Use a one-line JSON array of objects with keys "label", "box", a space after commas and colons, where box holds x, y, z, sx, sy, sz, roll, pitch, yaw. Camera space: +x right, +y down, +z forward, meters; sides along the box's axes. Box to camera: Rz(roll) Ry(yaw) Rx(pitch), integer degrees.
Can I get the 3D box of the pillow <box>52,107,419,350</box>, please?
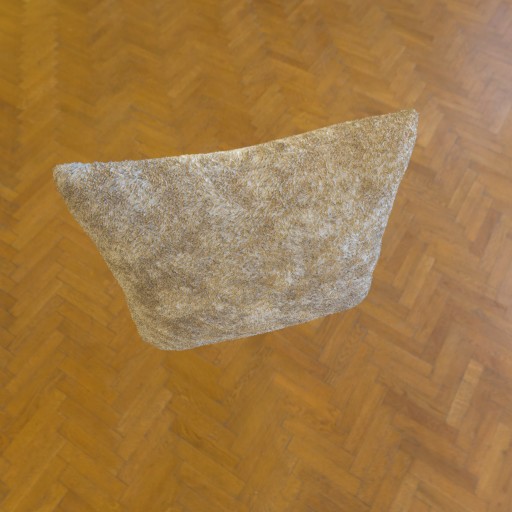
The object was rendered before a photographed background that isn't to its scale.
[{"label": "pillow", "box": [0.000, 0.000, 0.803, 0.529, 0.515, 0.218, -12, 63, -6]}]
